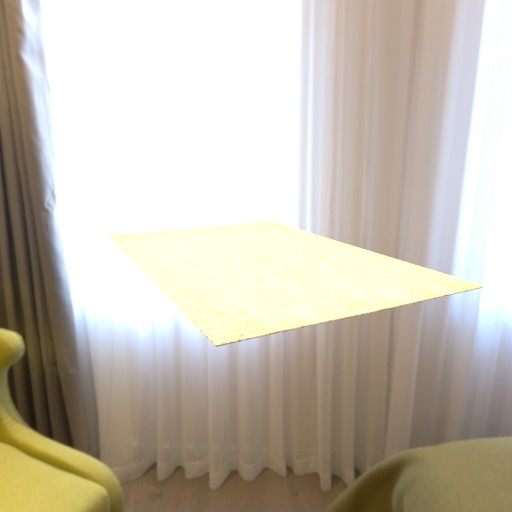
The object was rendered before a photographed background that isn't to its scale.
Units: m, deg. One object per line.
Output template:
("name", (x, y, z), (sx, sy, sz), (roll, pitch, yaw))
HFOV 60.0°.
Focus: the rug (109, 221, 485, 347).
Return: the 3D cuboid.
("rug", (0.000, 0.000, 2.358), (1.211, 0.007, 1.827), (-7, 16, -27))
